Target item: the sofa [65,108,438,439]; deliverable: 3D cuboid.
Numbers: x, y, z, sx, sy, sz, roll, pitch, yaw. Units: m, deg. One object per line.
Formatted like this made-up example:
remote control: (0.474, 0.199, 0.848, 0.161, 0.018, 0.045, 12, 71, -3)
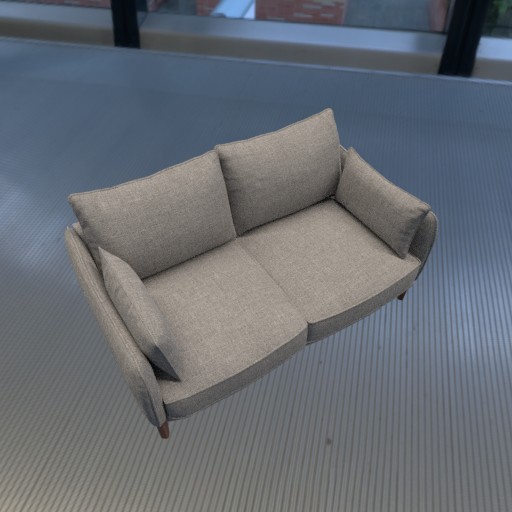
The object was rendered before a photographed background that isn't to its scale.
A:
sofa: (0.000, 0.000, 2.178, 1.580, 0.851, 0.972, -25, 53, -21)
